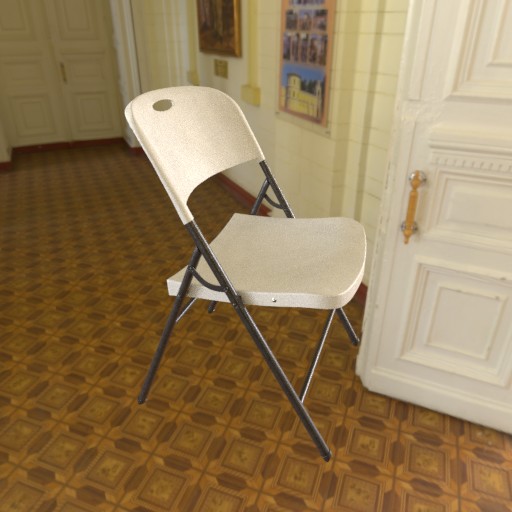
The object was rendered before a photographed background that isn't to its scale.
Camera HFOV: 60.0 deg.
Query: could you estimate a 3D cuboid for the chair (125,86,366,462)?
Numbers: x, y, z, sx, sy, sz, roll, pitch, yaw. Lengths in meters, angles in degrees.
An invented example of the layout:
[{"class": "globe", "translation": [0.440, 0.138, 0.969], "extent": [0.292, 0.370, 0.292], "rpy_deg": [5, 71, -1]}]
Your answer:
[{"class": "chair", "translation": [0.000, 0.000, 1.186], "extent": [0.566, 0.810, 0.494], "rpy_deg": [10, 30, 17]}]
